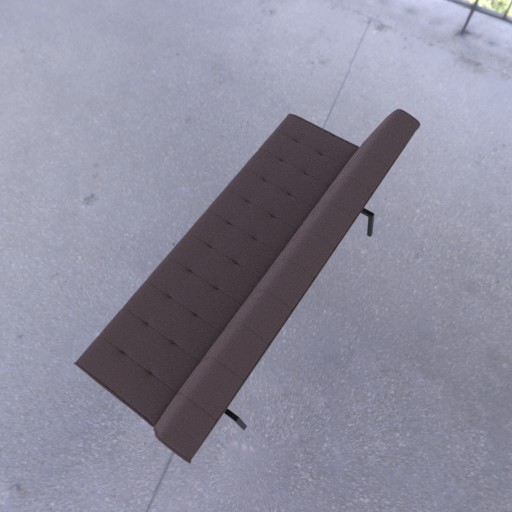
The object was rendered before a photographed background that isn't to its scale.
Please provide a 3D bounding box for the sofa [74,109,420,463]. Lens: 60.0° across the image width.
[{"bbox_3d":[0.000,0.000,2.078,0.747,0.699,1.703,32,68,14],"label":"sofa"}]
